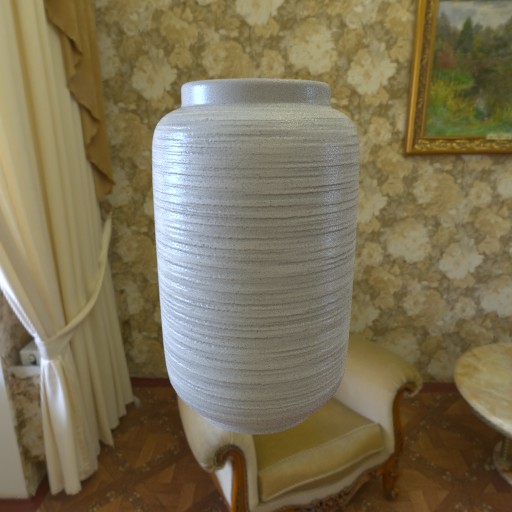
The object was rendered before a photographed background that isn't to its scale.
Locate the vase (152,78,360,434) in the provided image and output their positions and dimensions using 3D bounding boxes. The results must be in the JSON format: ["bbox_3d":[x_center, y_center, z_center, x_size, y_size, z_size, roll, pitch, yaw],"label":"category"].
[{"bbox_3d":[0.000,0.000,0.464,0.202,0.335,0.202,0,17,0],"label":"vase"}]
